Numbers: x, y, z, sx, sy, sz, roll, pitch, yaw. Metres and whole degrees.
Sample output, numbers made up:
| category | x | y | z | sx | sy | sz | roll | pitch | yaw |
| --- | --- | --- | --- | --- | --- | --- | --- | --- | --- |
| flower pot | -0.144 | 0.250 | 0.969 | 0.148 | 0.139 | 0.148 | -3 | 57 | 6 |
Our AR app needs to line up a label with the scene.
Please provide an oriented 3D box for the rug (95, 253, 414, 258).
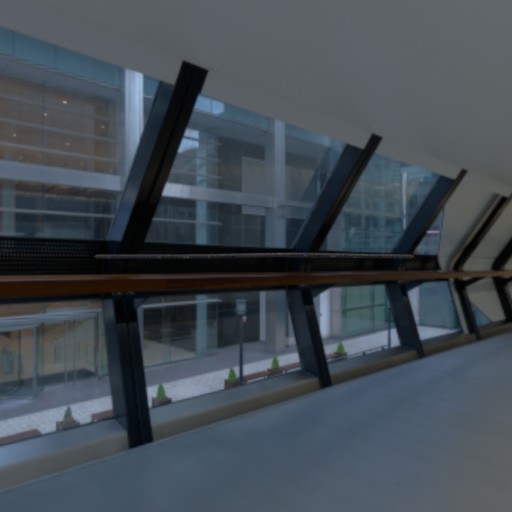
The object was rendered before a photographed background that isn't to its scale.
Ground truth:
| category | x | y | z | sx | sy | sz | roll | pitch | yaw |
| --- | --- | --- | --- | --- | --- | --- | --- | --- | --- |
| rug | 0.000 | 0.000 | 3.626 | 1.522 | 0.034 | 3.032 | 0 | 0 | 0 |
